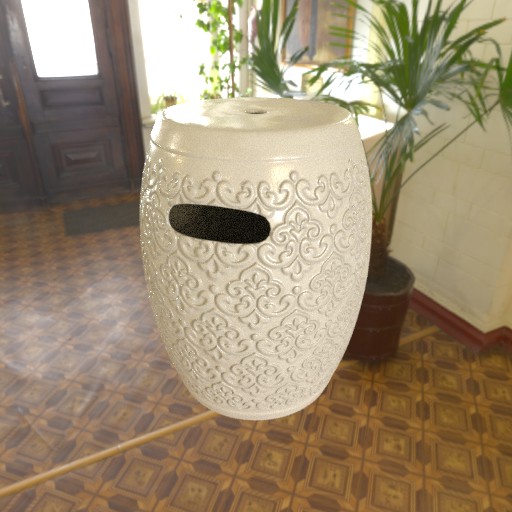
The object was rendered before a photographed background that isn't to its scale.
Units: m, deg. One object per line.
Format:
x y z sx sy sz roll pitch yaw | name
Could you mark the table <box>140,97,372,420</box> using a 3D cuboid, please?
0.000 0.000 0.625 0.309 0.397 0.309 0 28 0 | table
